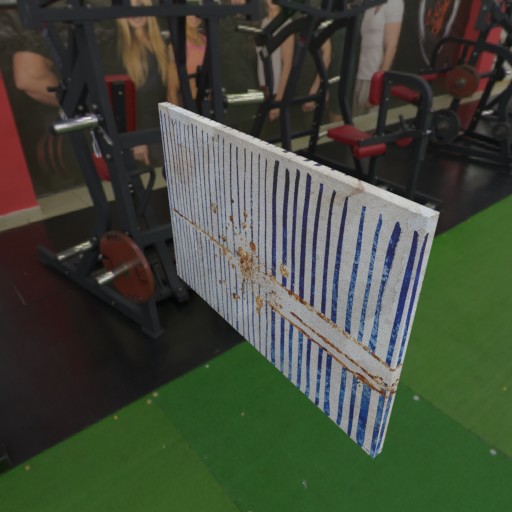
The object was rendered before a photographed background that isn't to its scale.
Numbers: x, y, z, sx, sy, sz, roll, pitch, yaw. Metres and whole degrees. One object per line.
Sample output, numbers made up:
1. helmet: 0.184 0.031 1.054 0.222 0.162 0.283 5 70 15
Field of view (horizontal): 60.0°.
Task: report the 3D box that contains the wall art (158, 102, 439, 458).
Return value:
1. wall art: 0.000 0.000 1.441 0.038 0.757 1.143 -22 38 -31
